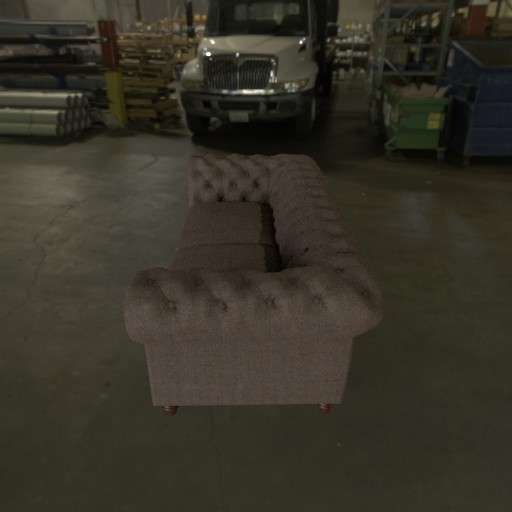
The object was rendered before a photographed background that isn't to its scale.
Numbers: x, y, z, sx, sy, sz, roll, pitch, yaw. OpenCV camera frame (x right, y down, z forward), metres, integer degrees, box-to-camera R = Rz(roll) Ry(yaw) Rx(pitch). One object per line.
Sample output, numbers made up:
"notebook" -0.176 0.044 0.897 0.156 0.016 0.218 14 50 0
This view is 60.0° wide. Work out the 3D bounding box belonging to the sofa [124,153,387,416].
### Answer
"sofa" 0.000 0.000 2.533 0.944 0.780 2.048 0 27 -1
